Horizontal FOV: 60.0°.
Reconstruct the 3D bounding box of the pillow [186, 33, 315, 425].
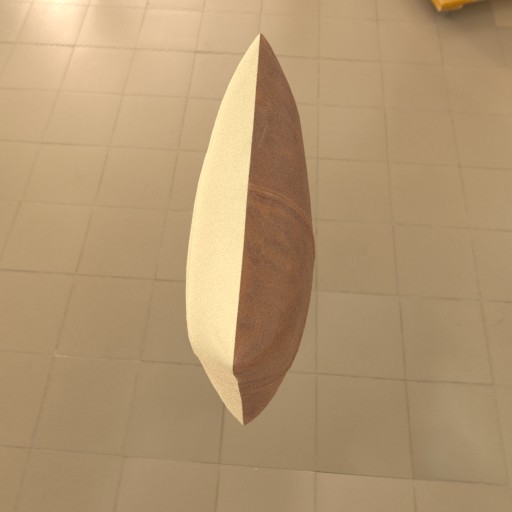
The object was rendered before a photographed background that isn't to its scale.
[{"bbox_3d":[0.000,0.000,0.723,0.192,0.470,0.484,3,64,2],"label":"pillow"}]
